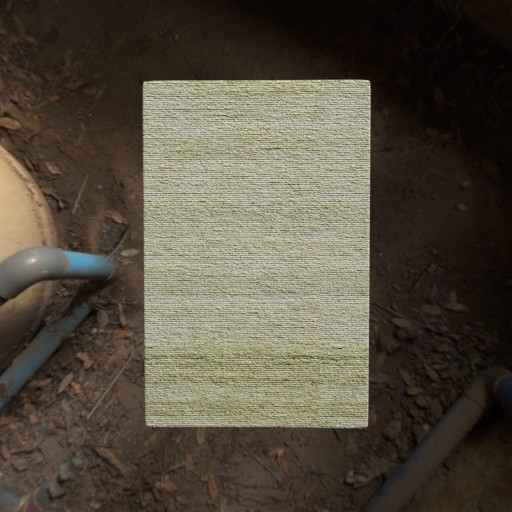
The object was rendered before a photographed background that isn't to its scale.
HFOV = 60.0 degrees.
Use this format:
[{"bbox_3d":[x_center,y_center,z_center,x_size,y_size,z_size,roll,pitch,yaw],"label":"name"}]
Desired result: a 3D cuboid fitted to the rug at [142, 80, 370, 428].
[{"bbox_3d":[0.000,0.000,2.244,1.143,0.010,1.758,0,92,1],"label":"rug"}]
